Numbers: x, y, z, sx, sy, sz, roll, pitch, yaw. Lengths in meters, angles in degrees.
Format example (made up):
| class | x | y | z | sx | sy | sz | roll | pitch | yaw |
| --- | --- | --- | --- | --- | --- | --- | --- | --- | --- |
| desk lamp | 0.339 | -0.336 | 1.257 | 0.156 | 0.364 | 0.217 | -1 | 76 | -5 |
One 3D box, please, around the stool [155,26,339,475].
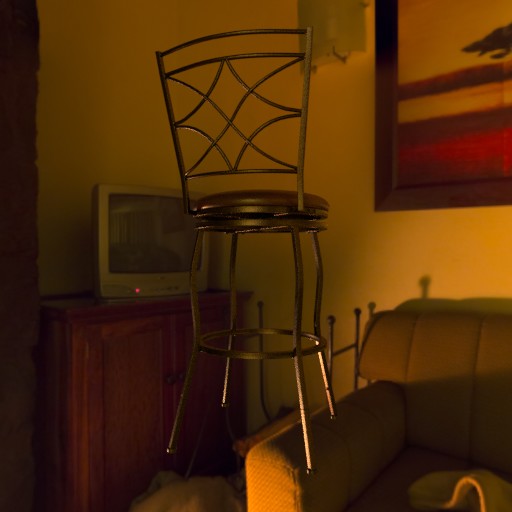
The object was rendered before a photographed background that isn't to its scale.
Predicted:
| class | x | y | z | sx | sy | sz | roll | pitch | yaw |
| --- | --- | --- | --- | --- | --- | --- | --- | --- | --- |
| stool | 0.000 | 0.000 | 1.348 | 0.434 | 1.117 | 0.534 | 0 | 0 | 18 |
